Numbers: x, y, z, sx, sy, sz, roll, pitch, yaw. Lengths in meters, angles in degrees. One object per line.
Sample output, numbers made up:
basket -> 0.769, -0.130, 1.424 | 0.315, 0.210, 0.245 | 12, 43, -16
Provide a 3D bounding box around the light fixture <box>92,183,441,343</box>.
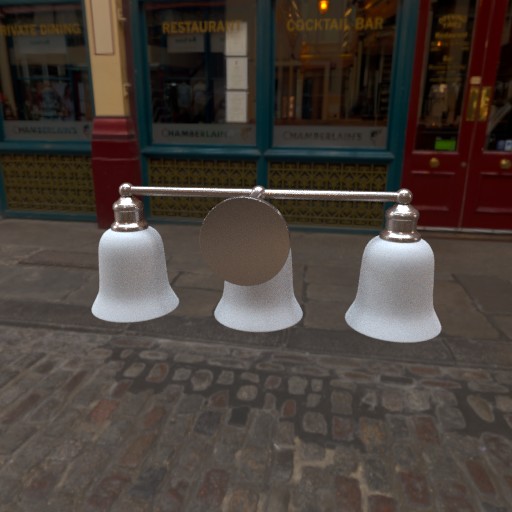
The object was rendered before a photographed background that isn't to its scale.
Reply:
light fixture -> 0.000, 0.000, 0.675 | 0.570, 0.211, 0.198 | 3, 17, 9
